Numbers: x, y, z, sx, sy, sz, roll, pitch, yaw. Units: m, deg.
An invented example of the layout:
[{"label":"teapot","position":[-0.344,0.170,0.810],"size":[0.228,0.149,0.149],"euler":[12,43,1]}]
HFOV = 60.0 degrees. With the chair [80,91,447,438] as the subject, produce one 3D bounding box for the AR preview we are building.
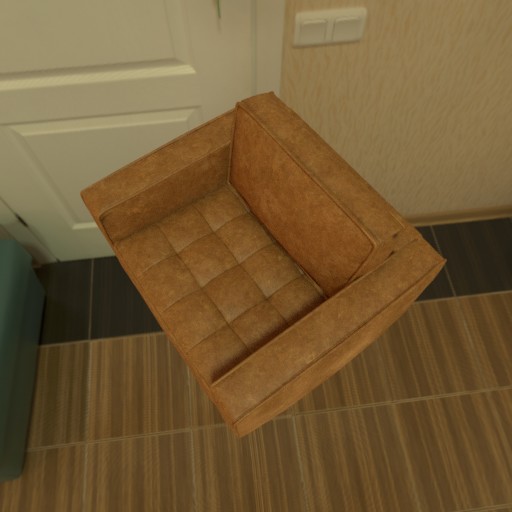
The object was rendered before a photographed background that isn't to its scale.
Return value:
[{"label":"chair","position":[0.000,0.000,1.552],"size":[0.798,0.767,0.928],"euler":[-33,68,-15]}]
